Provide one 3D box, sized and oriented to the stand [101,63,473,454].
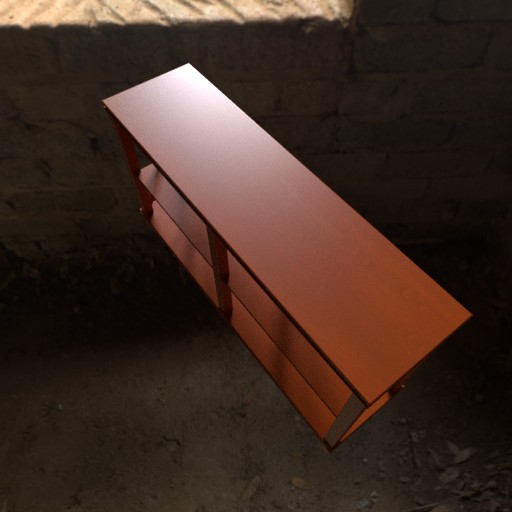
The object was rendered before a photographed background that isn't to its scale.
[{"bbox_3d":[0.000,0.000,1.708,0.381,0.762,1.372,-33,63,-19],"label":"stand"}]
